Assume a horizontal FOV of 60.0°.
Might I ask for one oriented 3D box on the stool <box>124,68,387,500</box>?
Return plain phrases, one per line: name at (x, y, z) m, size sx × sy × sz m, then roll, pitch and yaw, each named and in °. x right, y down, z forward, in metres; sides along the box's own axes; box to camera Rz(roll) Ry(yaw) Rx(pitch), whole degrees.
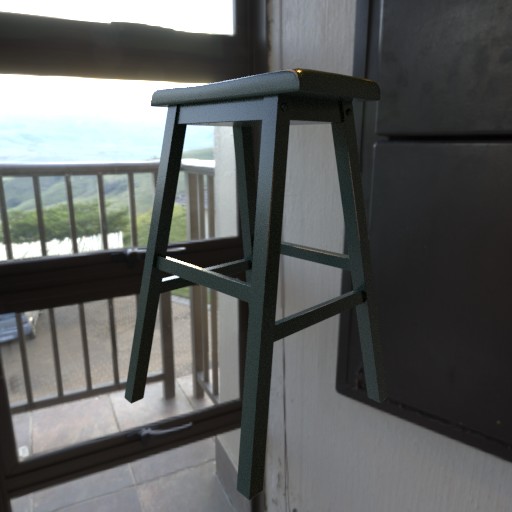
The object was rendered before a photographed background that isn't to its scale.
stool at (0.000, 0.000, 1.021) m, size 0.476 × 0.737 × 0.457 m, roll -14°, pitch 20°, yaw -42°
